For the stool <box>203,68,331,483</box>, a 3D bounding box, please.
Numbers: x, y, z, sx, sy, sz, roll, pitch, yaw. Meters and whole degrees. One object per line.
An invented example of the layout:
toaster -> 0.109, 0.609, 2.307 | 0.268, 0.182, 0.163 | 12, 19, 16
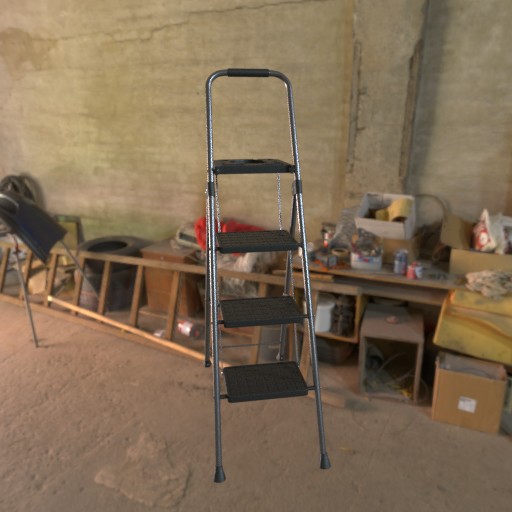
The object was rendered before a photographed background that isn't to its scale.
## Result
stool -> 0.000, 0.000, 1.595 | 0.396, 1.277, 0.733 | -3, 18, -9
